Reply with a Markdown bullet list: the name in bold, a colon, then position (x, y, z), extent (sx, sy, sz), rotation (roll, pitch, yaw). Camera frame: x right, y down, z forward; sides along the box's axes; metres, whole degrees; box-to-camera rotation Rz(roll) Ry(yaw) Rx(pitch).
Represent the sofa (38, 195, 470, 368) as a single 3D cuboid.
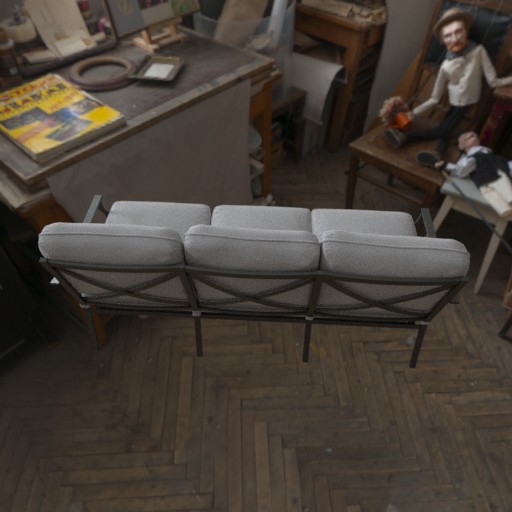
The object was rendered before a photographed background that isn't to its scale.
- **sofa**: position (0.000, 0.000, 2.210), extent (1.740, 0.860, 0.787), rotation (3, 47, 2)
